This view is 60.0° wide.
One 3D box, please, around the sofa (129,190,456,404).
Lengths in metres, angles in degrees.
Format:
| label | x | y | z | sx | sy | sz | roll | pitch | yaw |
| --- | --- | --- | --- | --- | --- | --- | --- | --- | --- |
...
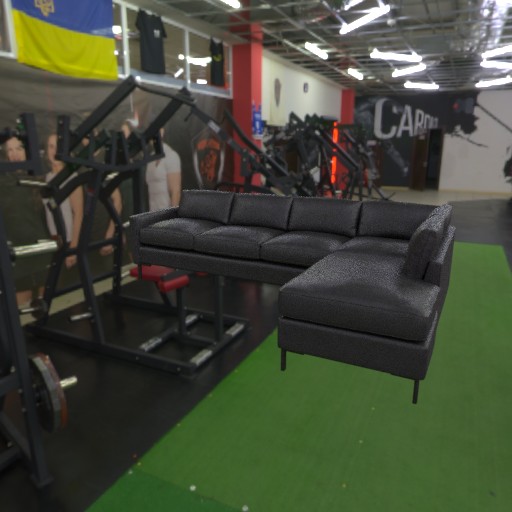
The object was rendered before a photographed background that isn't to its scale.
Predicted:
| label | x | y | z | sx | sy | sz | roll | pitch | yaw |
| --- | --- | --- | --- | --- | --- | --- | --- | --- | --- |
| sofa | 0.000 | 0.000 | 3.738 | 2.984 | 0.877 | 1.938 | 8 | 17 | 26 |
